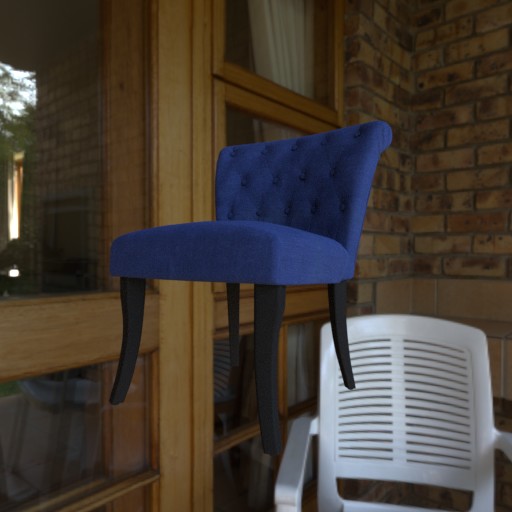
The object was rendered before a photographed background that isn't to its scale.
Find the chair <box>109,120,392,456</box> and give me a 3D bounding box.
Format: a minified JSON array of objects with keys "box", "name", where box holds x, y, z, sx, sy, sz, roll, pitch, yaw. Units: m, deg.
[{"box":[0.000,0.000,1.214,0.585,0.753,0.606,0,1,36],"name":"chair"}]
